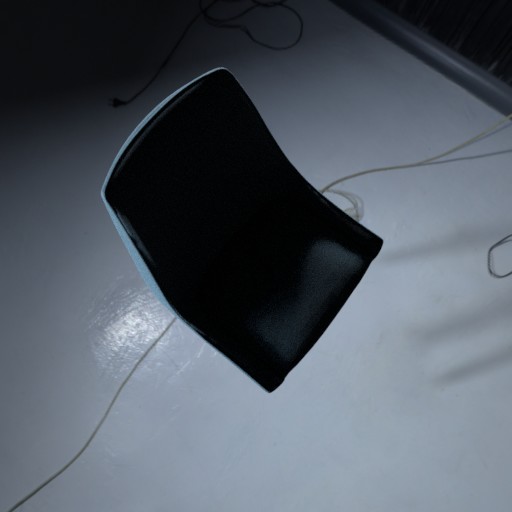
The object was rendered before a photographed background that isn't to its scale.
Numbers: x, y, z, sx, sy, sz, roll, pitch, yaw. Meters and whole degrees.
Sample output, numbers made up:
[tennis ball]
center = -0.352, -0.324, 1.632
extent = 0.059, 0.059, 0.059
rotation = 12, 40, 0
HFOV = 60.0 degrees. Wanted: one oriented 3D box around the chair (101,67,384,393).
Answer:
[chair]
center = 0.000, 0.000, 1.217
extent = 0.544, 0.861, 0.529
rotation = 37, 78, 9
